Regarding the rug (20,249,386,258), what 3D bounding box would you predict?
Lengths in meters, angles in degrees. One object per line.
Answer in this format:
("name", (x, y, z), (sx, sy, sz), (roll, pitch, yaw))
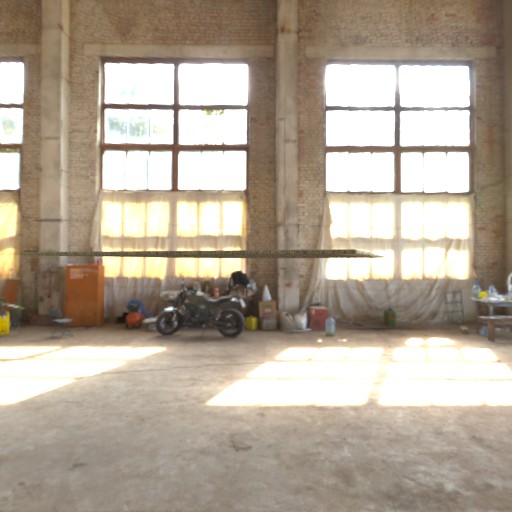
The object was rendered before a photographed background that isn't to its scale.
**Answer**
("rug", (0.000, 0.000, 2.318), (1.243, 0.014, 1.846), (0, -1, 19))
